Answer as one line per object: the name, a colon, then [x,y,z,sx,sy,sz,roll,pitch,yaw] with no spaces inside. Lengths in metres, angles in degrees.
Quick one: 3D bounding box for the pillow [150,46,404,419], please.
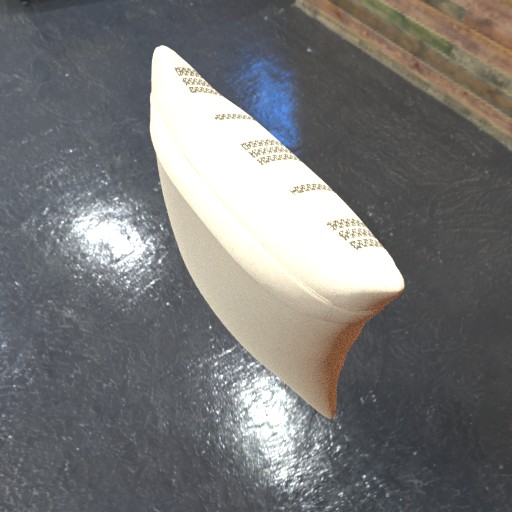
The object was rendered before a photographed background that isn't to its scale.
pillow: [0.000,0.000,0.600,0.173,0.406,0.405,-30,62,-18]
